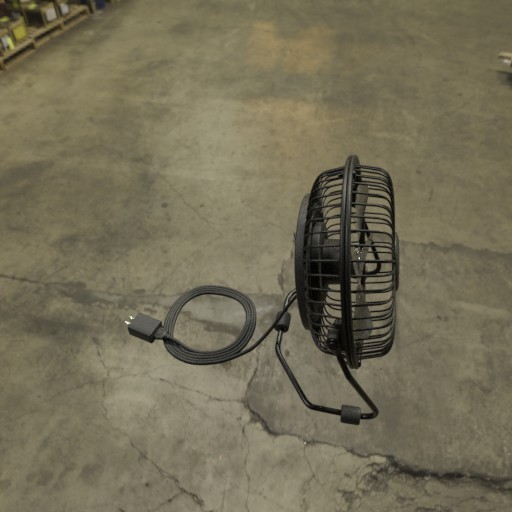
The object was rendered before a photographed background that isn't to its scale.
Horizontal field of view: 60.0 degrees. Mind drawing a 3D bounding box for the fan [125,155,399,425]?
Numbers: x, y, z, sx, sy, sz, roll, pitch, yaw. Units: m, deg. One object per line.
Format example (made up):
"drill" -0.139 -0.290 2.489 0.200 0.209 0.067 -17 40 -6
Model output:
"fan" 0.000 0.000 0.308 0.202 0.152 0.153 9 46 8
